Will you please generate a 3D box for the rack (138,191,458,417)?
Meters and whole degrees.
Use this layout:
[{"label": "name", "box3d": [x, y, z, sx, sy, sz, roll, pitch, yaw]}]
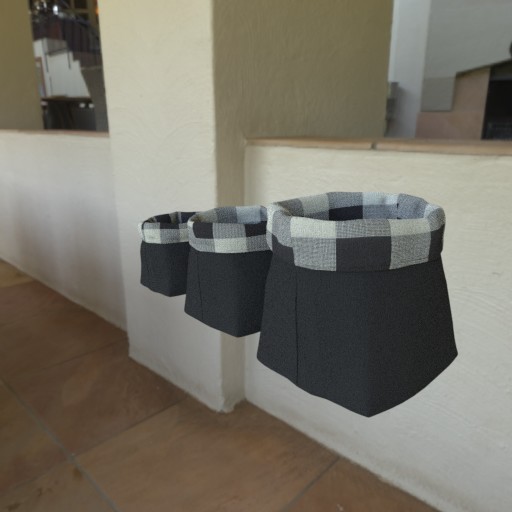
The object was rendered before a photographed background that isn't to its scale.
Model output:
[{"label": "rack", "box3d": [0.000, 0.000, 1.068, 0.370, 0.329, 0.889, -15, 22, -41]}]
